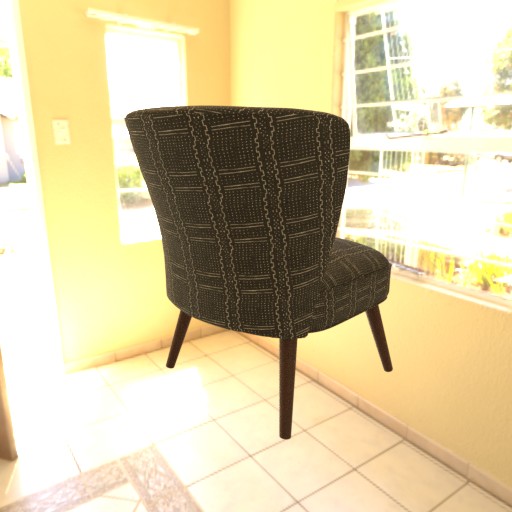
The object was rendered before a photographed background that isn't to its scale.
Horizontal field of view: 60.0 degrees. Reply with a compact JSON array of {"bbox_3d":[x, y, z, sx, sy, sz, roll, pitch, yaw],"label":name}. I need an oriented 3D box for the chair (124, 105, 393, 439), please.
[{"bbox_3d":[0.000,0.000,1.407,0.710,0.866,0.758,14,21,43],"label":"chair"}]
